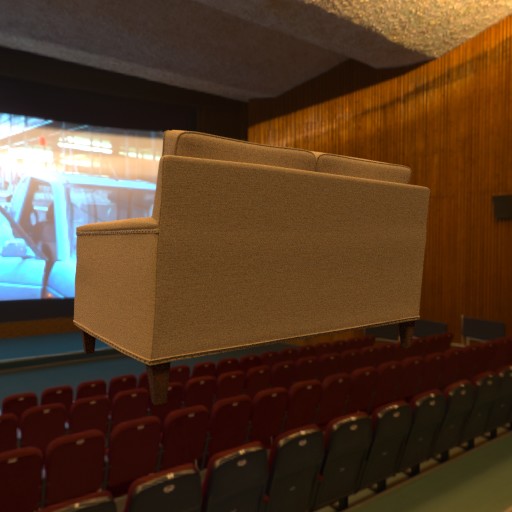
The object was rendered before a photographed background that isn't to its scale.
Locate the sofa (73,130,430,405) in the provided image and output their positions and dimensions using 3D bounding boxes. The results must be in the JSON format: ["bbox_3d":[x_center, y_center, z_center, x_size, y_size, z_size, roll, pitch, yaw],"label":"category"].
[{"bbox_3d":[0.000,0.000,2.321,1.597,1.003,1.084,-1,2,-36],"label":"sofa"}]
